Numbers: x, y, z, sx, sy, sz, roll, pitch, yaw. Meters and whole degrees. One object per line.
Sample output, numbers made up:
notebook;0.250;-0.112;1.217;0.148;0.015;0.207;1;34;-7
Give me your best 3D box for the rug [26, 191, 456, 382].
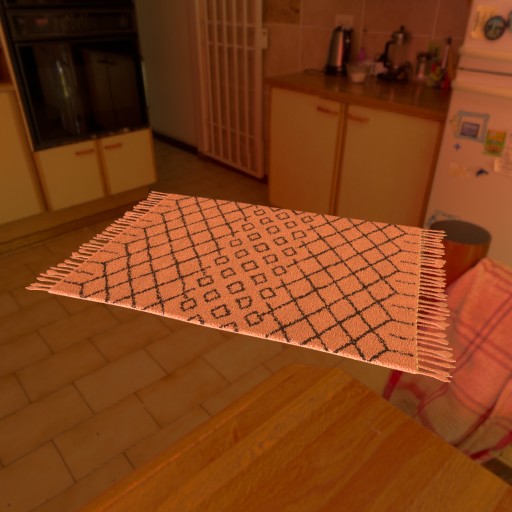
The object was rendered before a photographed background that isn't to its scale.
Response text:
rug;0.000;0.000;3.161;2.615;0.029;1.664;10;32;16
